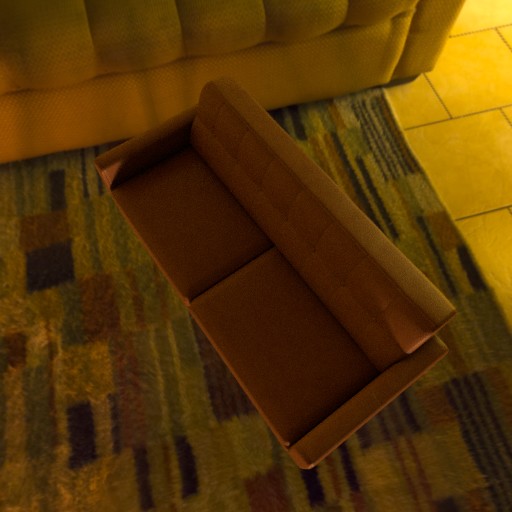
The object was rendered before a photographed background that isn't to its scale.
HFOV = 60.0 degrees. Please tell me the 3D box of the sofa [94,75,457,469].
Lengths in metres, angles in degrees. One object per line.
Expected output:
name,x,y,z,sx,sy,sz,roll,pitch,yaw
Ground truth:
sofa,0.000,0.000,2.626,0.980,0.892,2.137,-33,69,-15
